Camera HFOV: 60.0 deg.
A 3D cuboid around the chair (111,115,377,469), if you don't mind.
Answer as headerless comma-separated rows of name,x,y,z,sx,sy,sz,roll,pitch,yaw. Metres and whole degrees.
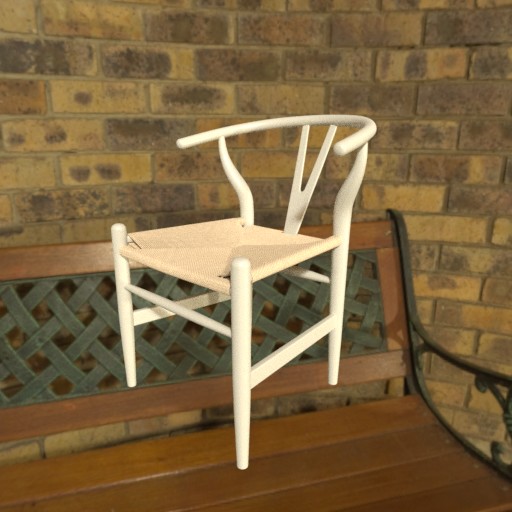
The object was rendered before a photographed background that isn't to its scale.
chair,0.000,0.000,1.181,0.569,0.730,0.579,15,21,42
